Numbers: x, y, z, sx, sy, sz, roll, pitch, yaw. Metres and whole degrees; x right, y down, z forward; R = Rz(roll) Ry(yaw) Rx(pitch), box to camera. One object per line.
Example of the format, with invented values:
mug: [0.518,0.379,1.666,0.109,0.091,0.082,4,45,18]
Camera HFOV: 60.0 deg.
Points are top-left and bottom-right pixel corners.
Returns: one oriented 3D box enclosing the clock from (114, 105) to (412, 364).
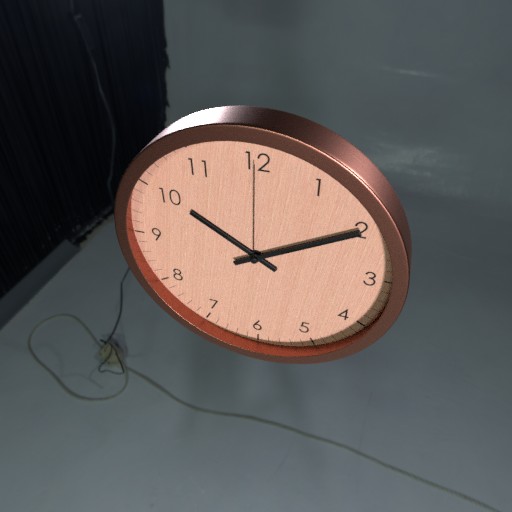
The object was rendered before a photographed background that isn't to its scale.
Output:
clock: [0.000,0.000,0.474,0.313,0.313,0.040,12,43,13]
